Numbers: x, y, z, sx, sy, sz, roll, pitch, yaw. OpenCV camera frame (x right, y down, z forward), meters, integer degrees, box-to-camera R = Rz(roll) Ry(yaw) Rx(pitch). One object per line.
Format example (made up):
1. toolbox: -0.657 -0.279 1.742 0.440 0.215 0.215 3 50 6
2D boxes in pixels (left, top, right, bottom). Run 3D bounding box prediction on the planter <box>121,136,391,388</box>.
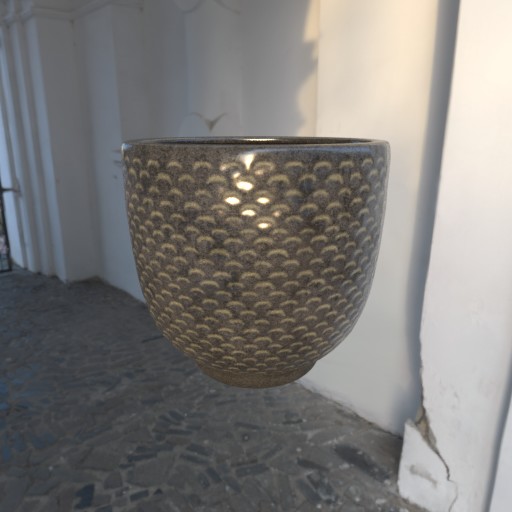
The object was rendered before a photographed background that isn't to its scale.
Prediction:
1. planter: 0.000 0.000 0.314 0.172 0.160 0.172 0 17 0
